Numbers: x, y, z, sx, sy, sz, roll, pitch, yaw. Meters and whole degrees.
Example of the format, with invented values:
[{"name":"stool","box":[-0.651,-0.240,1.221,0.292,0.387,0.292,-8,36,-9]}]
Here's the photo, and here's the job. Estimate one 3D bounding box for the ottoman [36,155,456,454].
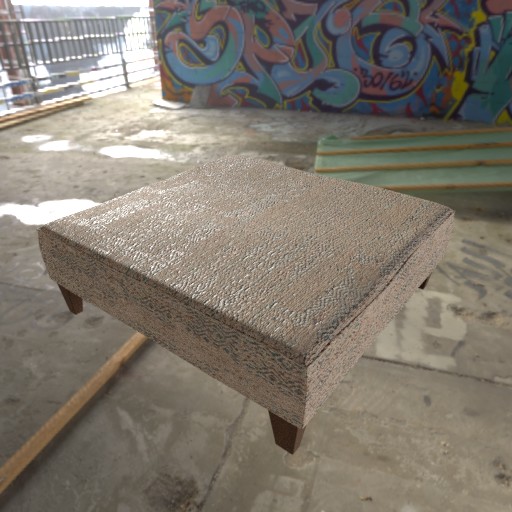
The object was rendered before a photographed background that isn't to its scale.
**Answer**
[{"name":"ottoman","box":[0.000,0.000,1.511,1.004,0.356,0.968,21,36,32]}]
